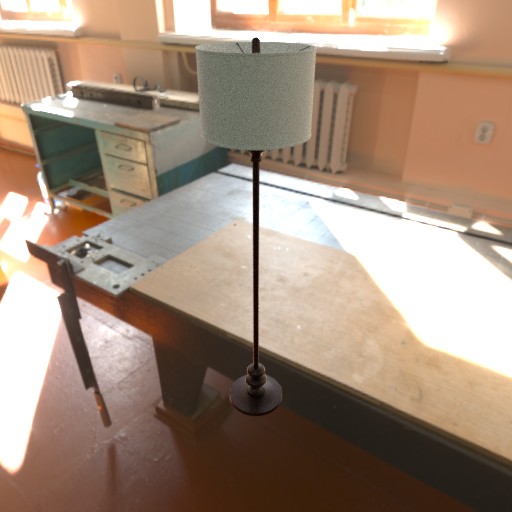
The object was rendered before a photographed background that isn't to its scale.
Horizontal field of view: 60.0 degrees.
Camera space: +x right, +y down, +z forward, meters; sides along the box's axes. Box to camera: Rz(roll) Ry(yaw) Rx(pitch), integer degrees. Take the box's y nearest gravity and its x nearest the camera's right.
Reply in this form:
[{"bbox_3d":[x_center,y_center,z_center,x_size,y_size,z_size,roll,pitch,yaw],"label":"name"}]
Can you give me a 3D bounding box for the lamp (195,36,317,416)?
[{"bbox_3d":[0.000,0.000,1.672,0.356,1.487,0.356,-11,32,-18],"label":"lamp"}]
